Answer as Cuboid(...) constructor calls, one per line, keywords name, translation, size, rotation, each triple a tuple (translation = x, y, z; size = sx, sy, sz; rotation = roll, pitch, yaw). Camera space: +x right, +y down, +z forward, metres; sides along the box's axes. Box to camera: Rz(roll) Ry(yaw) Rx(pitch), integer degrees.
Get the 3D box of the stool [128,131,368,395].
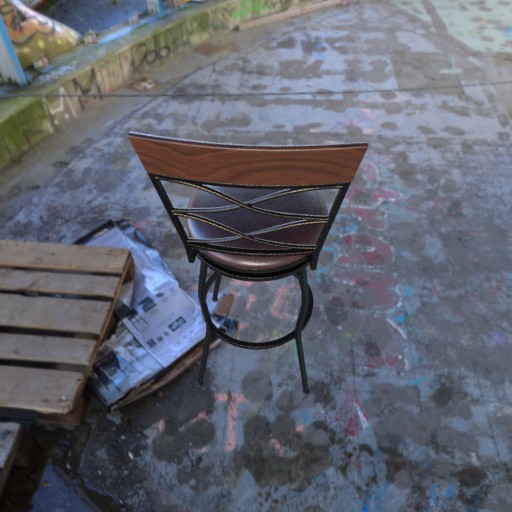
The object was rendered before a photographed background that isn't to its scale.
Cuboid(name="stool", translation=(0.000, 0.000, 1.389), size=(0.448, 1.130, 0.513), rotation=(3, 47, 3))
